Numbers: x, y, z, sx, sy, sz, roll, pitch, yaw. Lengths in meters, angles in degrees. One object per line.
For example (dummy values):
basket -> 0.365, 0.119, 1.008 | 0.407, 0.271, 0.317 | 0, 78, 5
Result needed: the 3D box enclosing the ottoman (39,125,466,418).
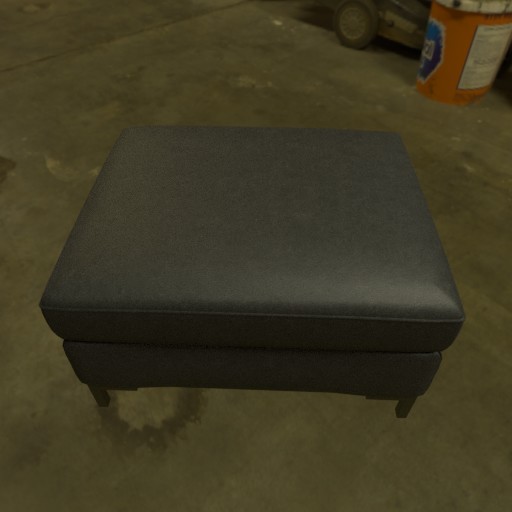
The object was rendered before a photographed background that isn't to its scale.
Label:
ottoman -> 0.000, 0.000, 1.714 | 1.187, 0.696, 0.967 | 2, 45, 2
